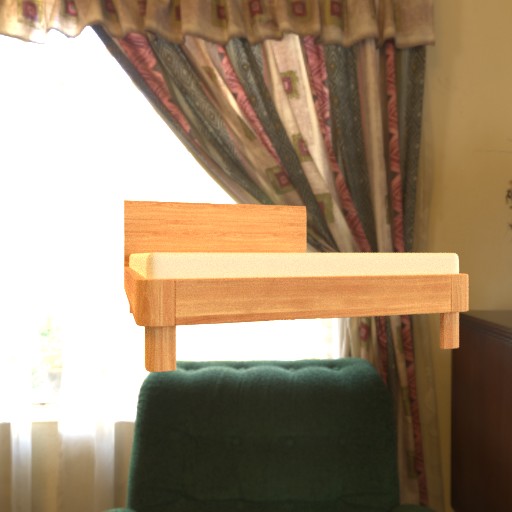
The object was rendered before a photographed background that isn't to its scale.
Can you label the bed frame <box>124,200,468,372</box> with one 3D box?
[{"bbox_3d":[0.000,0.000,2.987,1.660,0.940,2.092,0,0,-18],"label":"bed frame"}]
